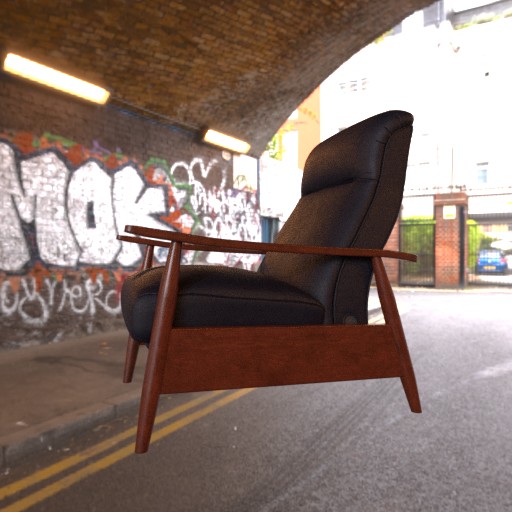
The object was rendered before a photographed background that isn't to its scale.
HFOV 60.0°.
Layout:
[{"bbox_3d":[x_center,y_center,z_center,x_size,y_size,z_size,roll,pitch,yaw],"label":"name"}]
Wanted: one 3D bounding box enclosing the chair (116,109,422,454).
[{"bbox_3d":[0.000,0.000,1.718,1.014,1.082,0.762,0,0,-19],"label":"chair"}]
